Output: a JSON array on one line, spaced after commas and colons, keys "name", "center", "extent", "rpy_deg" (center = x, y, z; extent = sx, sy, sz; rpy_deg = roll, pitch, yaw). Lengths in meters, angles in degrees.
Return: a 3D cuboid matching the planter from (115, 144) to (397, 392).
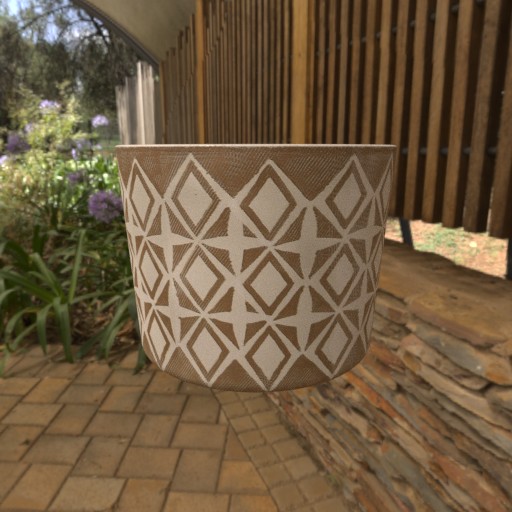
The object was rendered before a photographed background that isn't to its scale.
[{"name": "planter", "center": [0.000, 0.000, 0.454], "extent": [0.260, 0.220, 0.260], "rpy_deg": [0, 14, 0]}]
